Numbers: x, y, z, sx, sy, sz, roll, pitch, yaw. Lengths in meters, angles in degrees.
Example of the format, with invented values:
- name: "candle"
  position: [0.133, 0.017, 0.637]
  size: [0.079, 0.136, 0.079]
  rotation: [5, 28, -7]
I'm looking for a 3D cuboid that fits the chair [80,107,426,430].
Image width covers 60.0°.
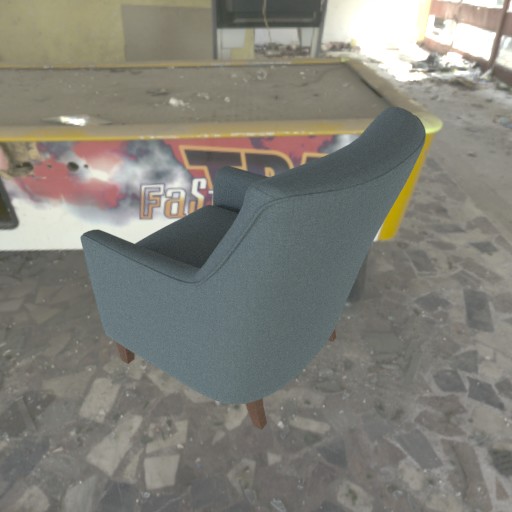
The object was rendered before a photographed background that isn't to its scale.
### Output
- name: "chair"
  position: [0.000, 0.000, 1.487]
  size: [0.879, 0.916, 0.756]
  rotation: [21, 38, 29]
